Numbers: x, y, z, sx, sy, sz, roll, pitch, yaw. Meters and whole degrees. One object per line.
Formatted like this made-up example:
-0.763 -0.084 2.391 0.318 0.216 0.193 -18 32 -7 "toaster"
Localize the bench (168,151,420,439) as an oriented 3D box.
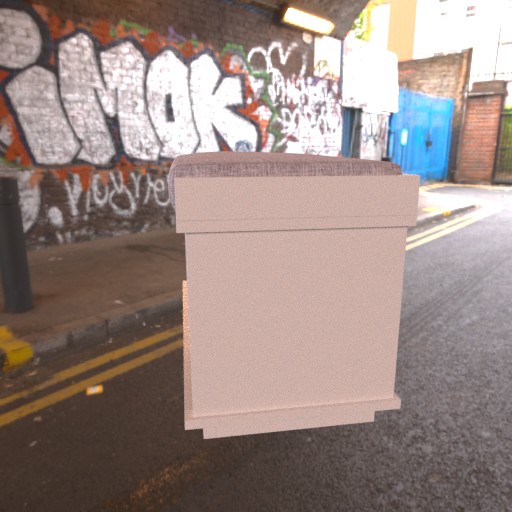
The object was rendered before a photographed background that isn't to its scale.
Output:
0.000 0.000 1.012 0.362 0.461 0.734 -2 14 -9 "bench"
